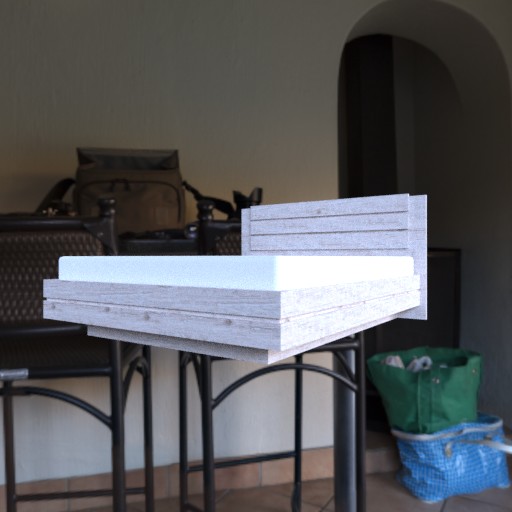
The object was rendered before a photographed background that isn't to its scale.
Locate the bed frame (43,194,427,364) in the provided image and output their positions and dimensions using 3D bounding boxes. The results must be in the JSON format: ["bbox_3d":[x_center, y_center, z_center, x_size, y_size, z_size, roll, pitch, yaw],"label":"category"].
[{"bbox_3d":[0.000,0.000,3.046,1.750,0.970,2.080,0,0,35],"label":"bed frame"}]
